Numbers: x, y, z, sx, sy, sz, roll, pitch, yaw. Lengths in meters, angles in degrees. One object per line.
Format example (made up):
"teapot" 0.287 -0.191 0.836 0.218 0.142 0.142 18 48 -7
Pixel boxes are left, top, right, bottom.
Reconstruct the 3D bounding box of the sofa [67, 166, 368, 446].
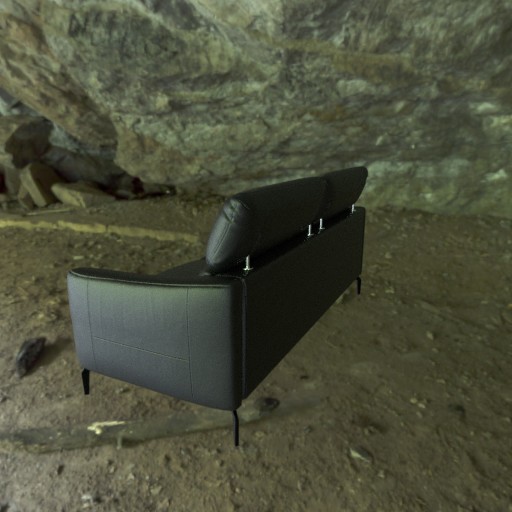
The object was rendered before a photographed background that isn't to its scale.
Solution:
"sofa" 0.000 0.000 2.573 0.856 0.957 2.069 7 16 26
